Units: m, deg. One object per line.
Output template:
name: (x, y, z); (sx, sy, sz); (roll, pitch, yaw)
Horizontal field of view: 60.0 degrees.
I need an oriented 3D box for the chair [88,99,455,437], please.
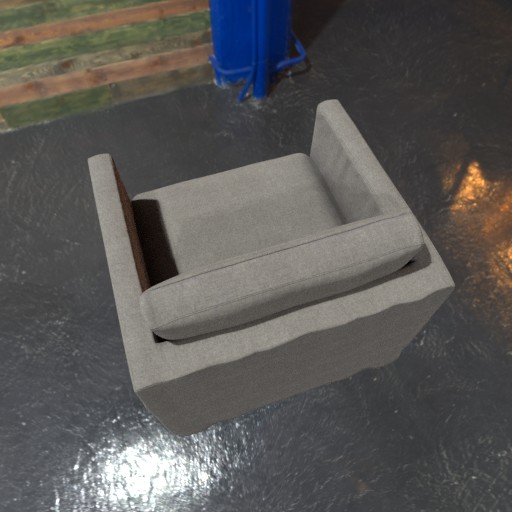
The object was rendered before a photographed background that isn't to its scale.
chair: (0.000, 0.000, 1.741); (1.057, 0.863, 0.949); (-16, 60, -10)
